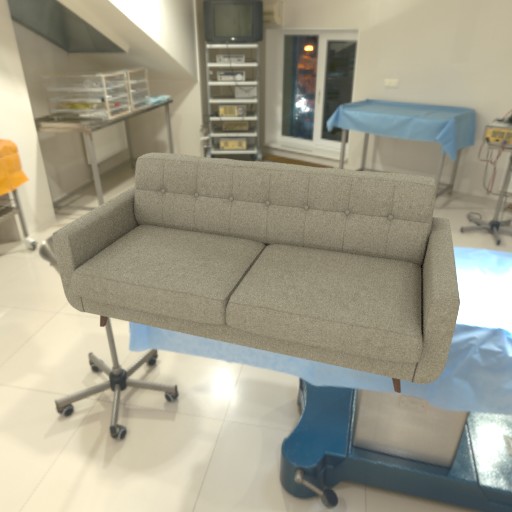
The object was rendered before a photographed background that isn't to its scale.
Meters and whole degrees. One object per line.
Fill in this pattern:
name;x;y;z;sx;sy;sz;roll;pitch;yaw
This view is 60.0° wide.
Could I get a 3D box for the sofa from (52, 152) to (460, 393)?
sofa;0.000;0.000;2.526;2.055;0.873;0.968;9;28;16
